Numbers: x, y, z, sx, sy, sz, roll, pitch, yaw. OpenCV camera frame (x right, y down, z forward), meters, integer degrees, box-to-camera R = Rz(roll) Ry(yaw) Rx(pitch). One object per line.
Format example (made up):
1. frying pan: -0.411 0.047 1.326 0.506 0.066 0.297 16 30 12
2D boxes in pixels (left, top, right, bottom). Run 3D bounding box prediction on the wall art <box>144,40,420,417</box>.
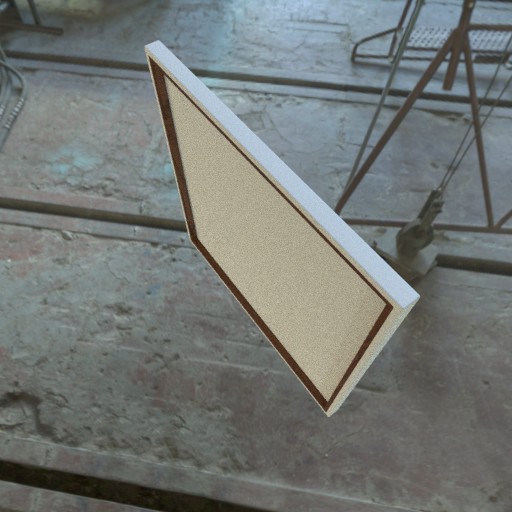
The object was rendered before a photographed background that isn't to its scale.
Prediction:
1. wall art: 0.000 0.000 1.116 0.037 0.757 0.757 -32 64 -18
